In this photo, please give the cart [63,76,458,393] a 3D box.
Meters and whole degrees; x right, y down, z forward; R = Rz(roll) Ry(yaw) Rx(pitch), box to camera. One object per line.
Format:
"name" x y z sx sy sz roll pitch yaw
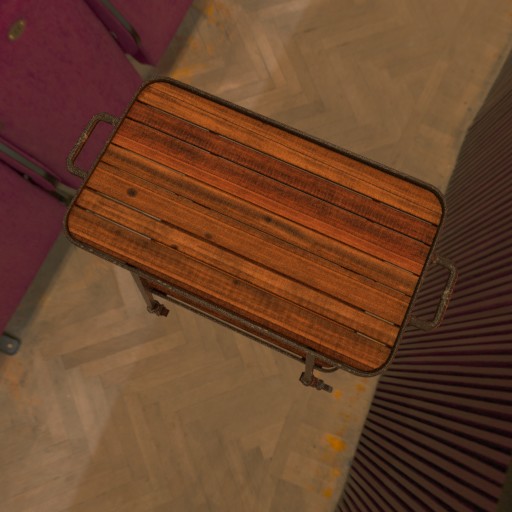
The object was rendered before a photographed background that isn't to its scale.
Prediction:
"cart" 0.000 0.000 1.212 0.806 0.700 0.515 24 78 6
